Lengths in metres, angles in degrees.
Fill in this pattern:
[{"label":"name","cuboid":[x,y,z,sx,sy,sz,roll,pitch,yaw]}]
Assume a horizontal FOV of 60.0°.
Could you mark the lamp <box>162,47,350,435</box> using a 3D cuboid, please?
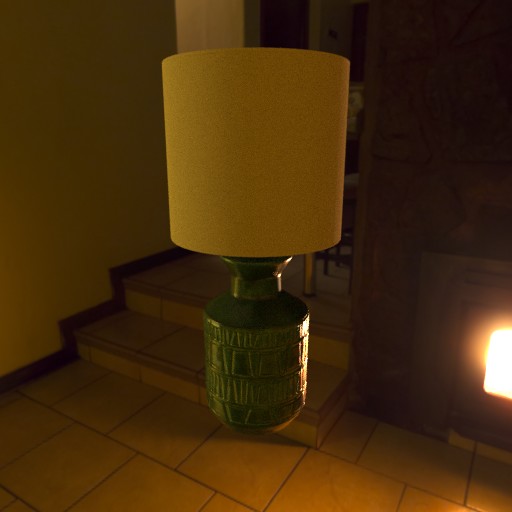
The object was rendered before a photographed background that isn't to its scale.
[{"label":"lamp","cuboid":[0.000,0.000,0.568,0.211,0.455,0.211,3,16,11]}]
